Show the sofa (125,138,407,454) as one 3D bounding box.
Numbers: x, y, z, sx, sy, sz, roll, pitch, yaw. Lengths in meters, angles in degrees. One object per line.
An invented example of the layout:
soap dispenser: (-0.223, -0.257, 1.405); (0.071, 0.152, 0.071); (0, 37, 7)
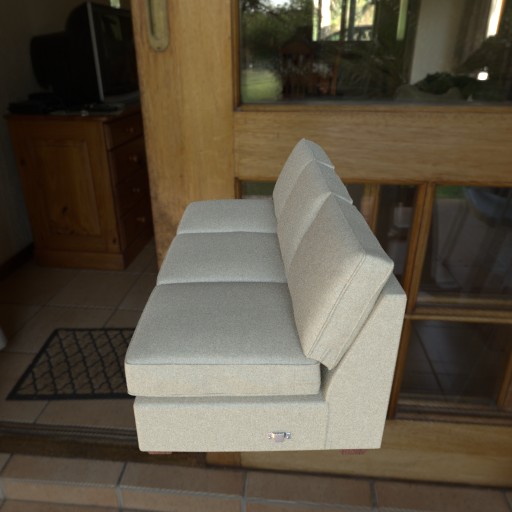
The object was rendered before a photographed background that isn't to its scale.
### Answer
sofa: (0.000, 0.000, 2.500); (1.027, 0.973, 1.962); (0, 25, 0)
